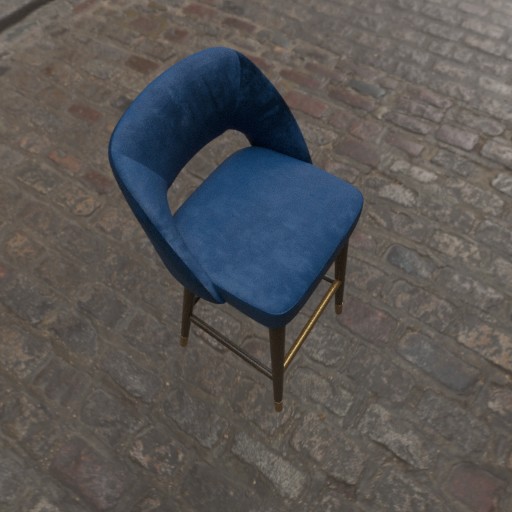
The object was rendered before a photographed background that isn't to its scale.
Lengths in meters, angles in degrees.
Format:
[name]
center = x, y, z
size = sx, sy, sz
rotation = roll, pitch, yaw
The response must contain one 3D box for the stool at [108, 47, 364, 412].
[stool]
center = 0.000, 0.000, 1.291
size = 0.515, 1.016, 0.514
rotation = 30, 63, 17
